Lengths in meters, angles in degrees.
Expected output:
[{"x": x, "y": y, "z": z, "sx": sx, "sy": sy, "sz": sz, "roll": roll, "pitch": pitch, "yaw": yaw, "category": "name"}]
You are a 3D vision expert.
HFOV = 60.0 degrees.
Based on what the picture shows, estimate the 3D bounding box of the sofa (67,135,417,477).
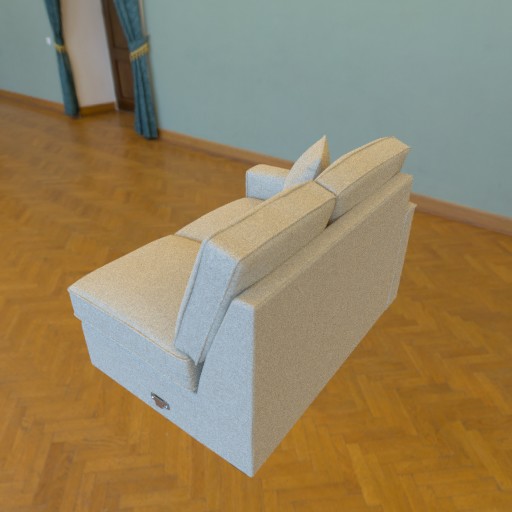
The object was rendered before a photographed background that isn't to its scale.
[{"x": 0.000, "y": 0.000, "z": 2.058, "sx": 0.991, "sy": 0.989, "sz": 1.388, "roll": 21, "pitch": 37, "yaw": 31, "category": "sofa"}]
